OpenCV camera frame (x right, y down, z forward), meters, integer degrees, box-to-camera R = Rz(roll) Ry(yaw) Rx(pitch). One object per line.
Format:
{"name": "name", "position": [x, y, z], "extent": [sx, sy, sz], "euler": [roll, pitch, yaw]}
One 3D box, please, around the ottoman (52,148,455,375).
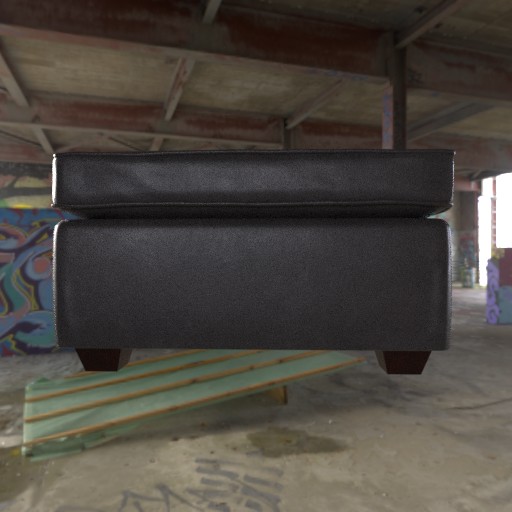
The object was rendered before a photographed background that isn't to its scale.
{"name": "ottoman", "position": [0.000, 0.000, 1.069], "extent": [0.756, 0.445, 0.554], "euler": [0, 0, 2]}
